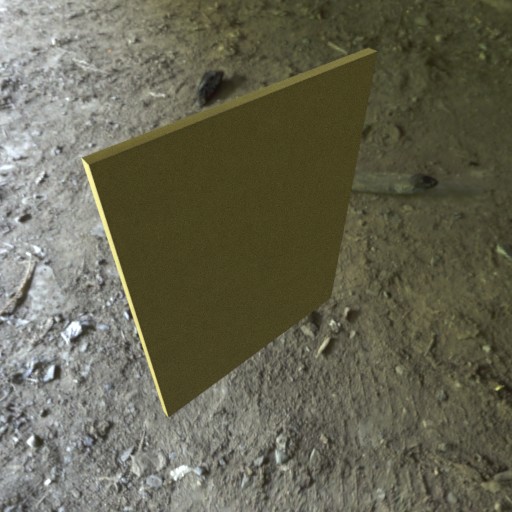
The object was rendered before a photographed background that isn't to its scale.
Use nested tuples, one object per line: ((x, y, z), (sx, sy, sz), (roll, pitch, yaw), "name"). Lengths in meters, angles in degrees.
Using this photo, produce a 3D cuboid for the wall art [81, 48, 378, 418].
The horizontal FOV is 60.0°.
((0.000, 0.000, 1.325), (0.798, 1.002, 0.030), (-31, 53, -27), "wall art")
